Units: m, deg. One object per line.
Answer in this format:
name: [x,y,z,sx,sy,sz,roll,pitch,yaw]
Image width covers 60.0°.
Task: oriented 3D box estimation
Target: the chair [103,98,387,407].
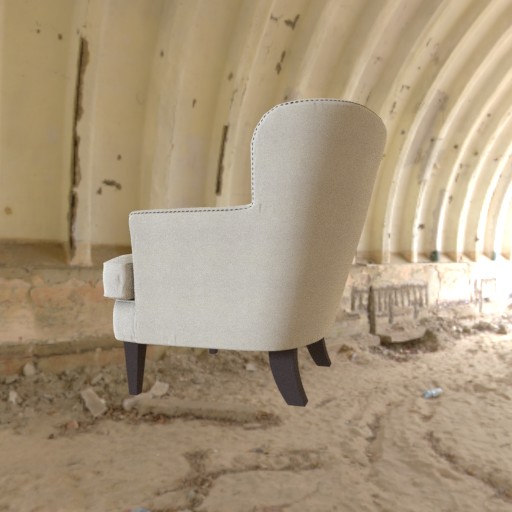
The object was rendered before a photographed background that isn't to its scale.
chair: [0.000,0.000,1.595,0.906,0.868,0.848,0,0,18]
